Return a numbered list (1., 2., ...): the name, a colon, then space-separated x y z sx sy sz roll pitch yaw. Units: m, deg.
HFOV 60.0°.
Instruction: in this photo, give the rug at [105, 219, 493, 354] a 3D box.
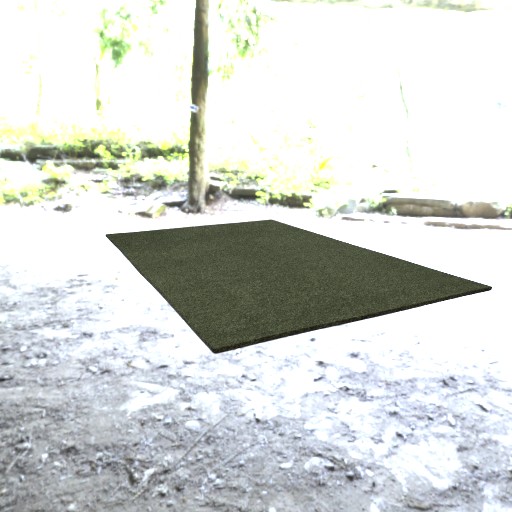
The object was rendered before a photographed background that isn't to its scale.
1. rug: 0.000 0.000 3.409 1.802 0.026 2.699 -7 16 -27
